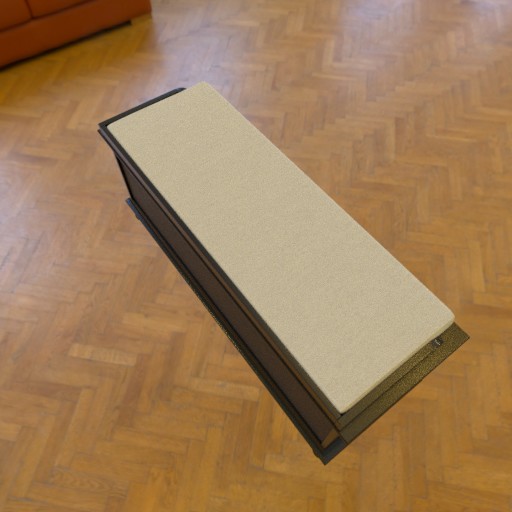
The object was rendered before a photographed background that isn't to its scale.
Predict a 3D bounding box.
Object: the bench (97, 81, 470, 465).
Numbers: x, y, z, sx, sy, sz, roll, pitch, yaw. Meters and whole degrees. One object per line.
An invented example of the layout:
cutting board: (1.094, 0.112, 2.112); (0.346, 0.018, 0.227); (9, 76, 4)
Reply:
bench: (0.000, 0.000, 1.422); (0.402, 0.501, 1.185); (-32, 64, -18)
